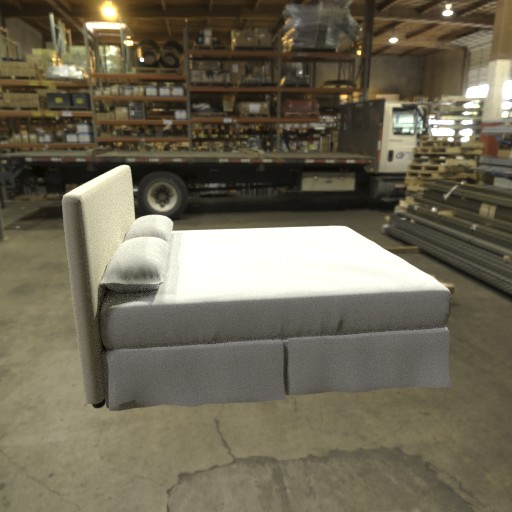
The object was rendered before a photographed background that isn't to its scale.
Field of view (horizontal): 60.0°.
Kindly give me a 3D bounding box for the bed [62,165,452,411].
[{"bbox_3d":[0.000,0.000,3.538,2.341,1.317,2.119,-2,16,-8],"label":"bed"}]
